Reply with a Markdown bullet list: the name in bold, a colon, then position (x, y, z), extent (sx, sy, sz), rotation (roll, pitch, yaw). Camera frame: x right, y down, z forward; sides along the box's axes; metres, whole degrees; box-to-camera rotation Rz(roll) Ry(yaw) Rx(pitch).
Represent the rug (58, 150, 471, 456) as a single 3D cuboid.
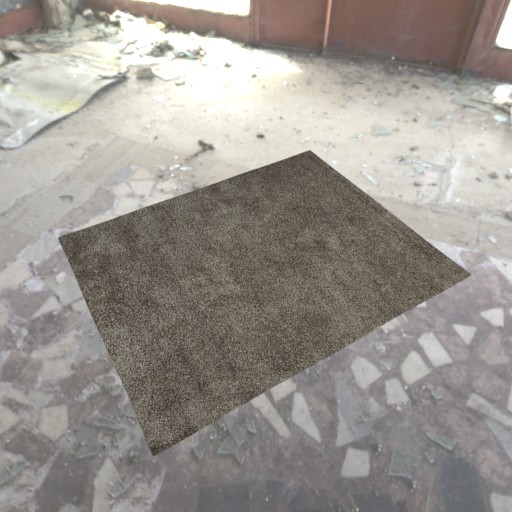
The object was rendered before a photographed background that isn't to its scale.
- **rug**: position (0.000, 0.000, 4.092), extent (3.000, 0.025, 2.401), rotation (-23, 50, -22)
